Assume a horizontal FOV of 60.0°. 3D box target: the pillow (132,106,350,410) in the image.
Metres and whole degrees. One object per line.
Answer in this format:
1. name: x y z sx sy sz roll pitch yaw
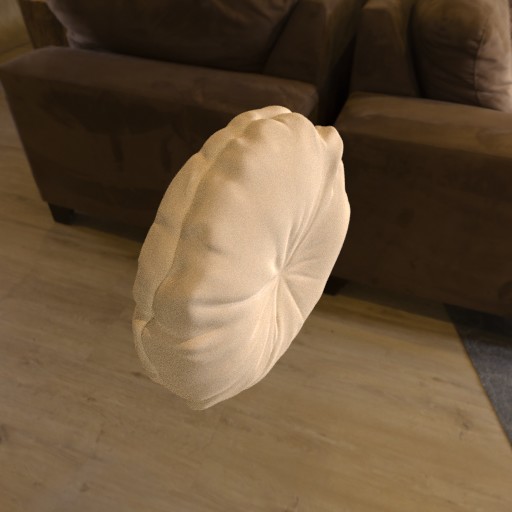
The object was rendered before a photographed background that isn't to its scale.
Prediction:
1. pillow: 0.000 0.000 0.637 0.148 0.407 0.428 25 47 26
